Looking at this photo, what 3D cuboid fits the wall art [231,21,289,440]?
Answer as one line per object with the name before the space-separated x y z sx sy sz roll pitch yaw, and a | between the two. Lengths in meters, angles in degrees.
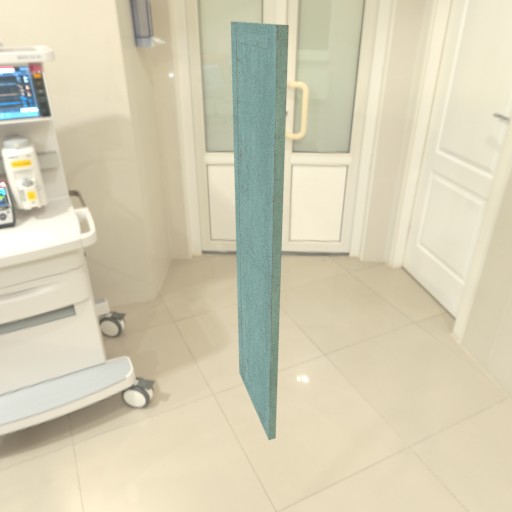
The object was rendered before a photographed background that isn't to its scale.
wall art | 0.000 0.000 1.310 0.025 1.219 0.329 -10 30 -17
